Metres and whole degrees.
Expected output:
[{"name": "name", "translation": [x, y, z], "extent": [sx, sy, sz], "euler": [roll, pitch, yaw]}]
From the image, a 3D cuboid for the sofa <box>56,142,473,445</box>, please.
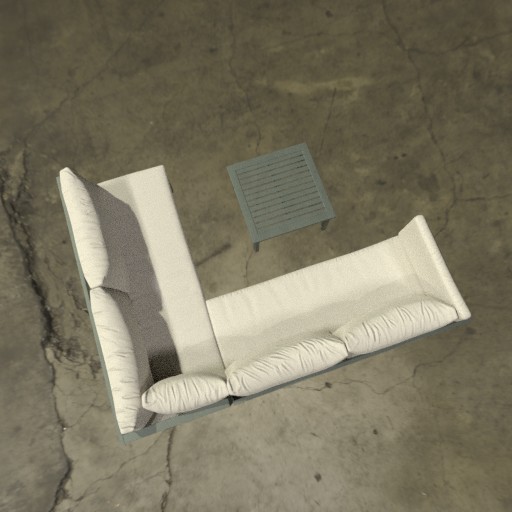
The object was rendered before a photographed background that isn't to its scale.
[{"name": "sofa", "translation": [0.000, 0.000, 2.913], "extent": [2.096, 0.758, 1.658], "euler": [-18, 76, -5]}]
